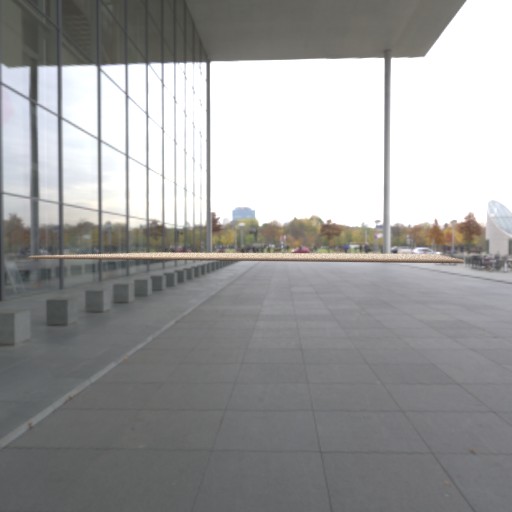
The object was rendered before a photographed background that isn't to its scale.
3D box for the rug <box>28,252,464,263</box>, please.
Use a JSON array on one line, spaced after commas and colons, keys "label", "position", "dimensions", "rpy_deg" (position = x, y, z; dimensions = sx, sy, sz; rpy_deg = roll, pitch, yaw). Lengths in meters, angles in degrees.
[{"label": "rug", "position": [0.000, 0.000, 2.086], "dimensions": [1.668, 0.012, 1.061], "rpy_deg": [0, 1, 18]}]
